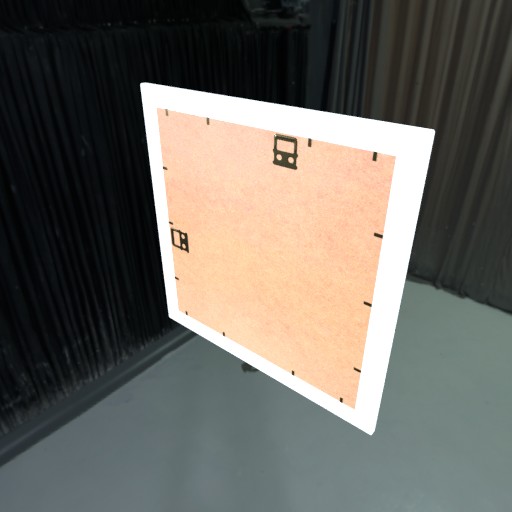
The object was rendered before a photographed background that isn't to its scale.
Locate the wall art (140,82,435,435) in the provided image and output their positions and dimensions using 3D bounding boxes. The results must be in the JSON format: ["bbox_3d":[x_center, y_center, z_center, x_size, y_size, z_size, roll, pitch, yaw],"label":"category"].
[{"bbox_3d":[0.000,0.000,0.872,0.584,0.584,0.013,22,37,33],"label":"wall art"}]
